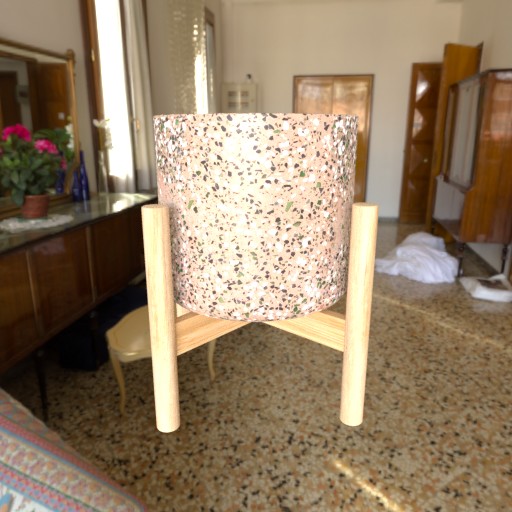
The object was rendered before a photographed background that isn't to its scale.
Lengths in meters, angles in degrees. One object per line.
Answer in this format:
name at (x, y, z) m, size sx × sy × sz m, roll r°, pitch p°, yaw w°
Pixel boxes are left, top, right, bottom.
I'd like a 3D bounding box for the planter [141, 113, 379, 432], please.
planter at (0.000, 0.000, 0.535) m, size 0.284 × 0.320 × 0.284 m, roll -7°, pitch 17°, yaw -24°
